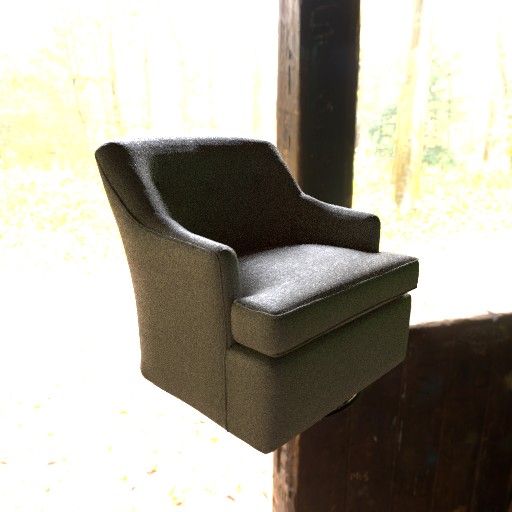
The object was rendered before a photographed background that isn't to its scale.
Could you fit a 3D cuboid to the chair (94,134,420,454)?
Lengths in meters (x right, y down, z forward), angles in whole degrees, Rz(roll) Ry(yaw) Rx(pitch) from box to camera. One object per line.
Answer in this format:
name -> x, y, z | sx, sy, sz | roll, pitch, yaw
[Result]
chair -> 0.000, 0.000, 1.614 | 0.864, 0.856, 0.923 | -14, 21, -43
